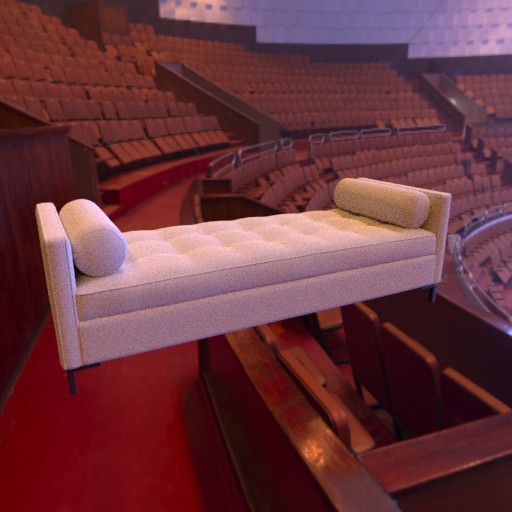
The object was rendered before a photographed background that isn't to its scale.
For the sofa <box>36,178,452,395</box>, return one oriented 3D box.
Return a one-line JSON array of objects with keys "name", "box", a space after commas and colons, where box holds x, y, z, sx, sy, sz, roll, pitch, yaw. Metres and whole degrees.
[{"name": "sofa", "box": [0.000, 0.000, 2.310, 1.985, 0.641, 0.746, -9, 20, -26]}]
